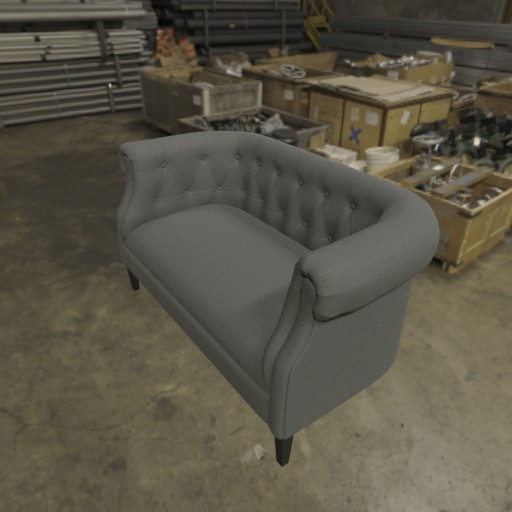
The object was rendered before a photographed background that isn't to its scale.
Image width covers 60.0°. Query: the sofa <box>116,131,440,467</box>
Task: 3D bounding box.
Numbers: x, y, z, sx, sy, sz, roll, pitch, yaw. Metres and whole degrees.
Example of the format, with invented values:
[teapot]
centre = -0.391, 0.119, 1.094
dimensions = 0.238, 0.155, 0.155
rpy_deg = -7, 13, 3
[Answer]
[sofa]
centre = 0.000, 0.000, 2.037
dimensions = 0.835, 0.827, 1.558
rpy_deg = -20, 36, -30
